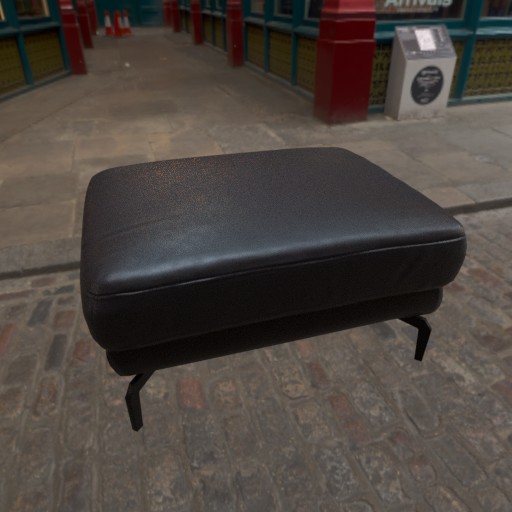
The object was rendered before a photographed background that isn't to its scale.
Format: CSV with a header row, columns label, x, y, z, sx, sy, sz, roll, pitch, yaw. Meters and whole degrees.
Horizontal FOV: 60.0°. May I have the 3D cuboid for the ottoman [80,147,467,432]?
label,x,y,z,sx,sy,sz,roll,pitch,yaw
ottoman,0.000,0.000,1.085,0.764,0.402,0.570,-9,32,-15
